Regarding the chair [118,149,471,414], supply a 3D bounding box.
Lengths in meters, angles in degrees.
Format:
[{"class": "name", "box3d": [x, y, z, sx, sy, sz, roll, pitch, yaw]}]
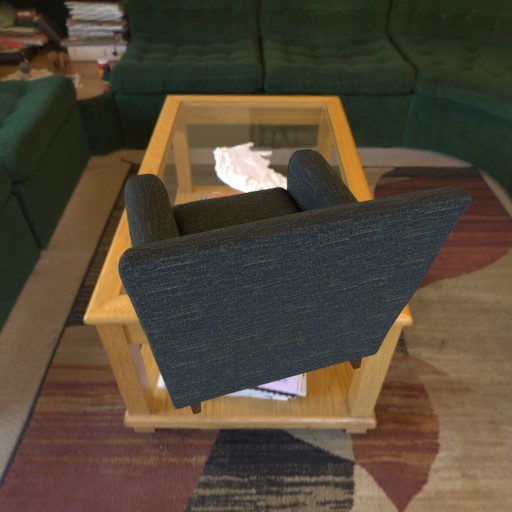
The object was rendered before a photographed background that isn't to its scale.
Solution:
[{"class": "chair", "box3d": [0.000, 0.000, 1.608, 0.864, 0.928, 0.873, -12, 44, -13]}]
